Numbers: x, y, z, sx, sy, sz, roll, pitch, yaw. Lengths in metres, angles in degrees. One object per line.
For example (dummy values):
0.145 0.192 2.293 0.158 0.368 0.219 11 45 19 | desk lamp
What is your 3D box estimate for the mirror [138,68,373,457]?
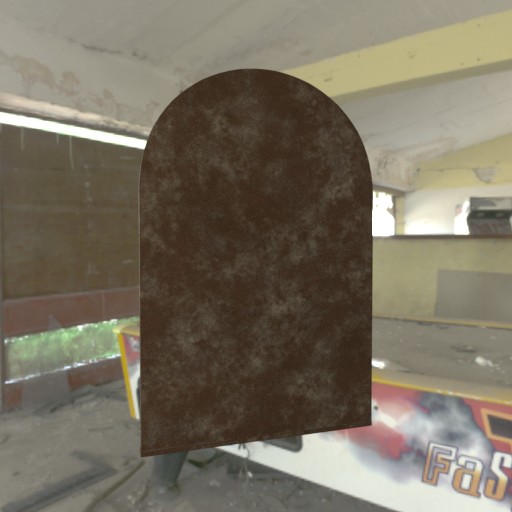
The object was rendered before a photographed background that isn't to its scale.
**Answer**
0.000 0.000 0.985 0.510 0.770 0.137 -1 2 -17 | mirror
